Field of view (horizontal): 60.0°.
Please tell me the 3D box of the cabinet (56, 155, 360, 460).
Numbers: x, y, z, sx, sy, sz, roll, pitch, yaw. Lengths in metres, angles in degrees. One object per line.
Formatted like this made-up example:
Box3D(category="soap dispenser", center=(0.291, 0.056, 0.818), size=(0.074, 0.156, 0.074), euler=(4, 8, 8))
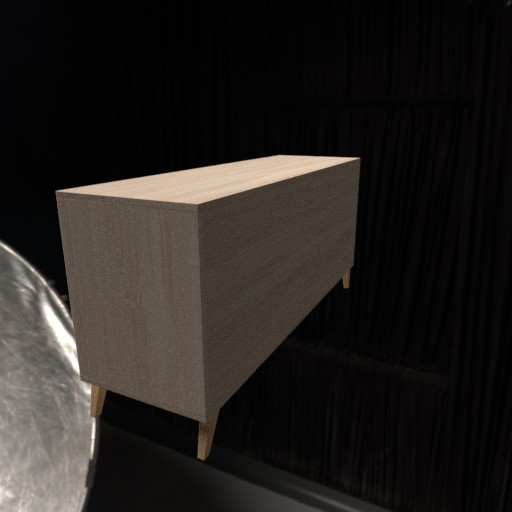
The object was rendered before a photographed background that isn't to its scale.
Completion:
Box3D(category="cabinet", center=(0.000, 0.000, 2.021), size=(0.500, 0.780, 1.649), euler=(8, 19, 25))
